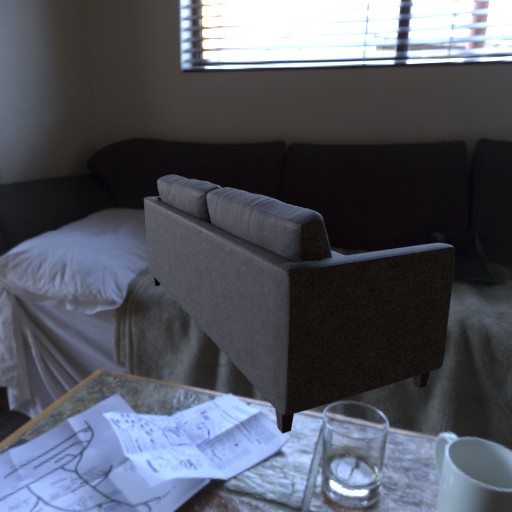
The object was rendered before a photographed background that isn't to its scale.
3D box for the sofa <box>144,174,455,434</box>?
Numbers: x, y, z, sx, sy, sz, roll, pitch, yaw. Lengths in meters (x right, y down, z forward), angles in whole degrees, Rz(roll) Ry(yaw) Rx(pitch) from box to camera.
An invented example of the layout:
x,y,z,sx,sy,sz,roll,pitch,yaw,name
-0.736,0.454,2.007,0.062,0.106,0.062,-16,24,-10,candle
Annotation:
x,y,z,sx,sy,sz,roll,pitch,yaw,name
0.000,0.000,2.968,0.951,0.965,2.434,-7,16,-26,sofa
